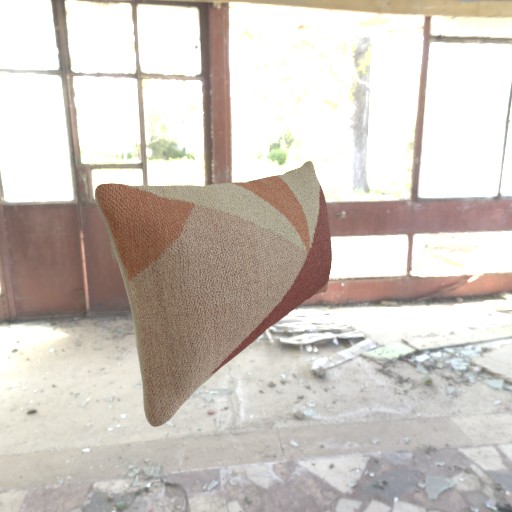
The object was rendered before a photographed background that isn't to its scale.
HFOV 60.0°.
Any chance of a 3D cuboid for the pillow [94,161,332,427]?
[{"bbox_3d":[0.000,0.000,0.737,0.155,0.292,0.609,7,16,27],"label":"pillow"}]
